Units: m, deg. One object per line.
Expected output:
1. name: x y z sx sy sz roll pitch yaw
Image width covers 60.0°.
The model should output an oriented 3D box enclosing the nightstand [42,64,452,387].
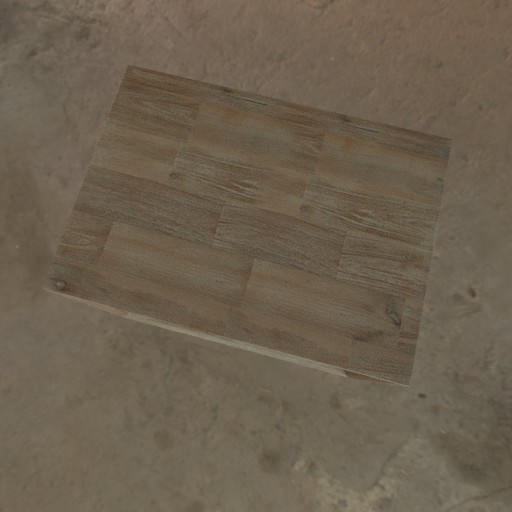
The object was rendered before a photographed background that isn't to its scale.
1. nightstand: 0.000 0.000 0.971 0.552 0.589 0.396 14 77 3
